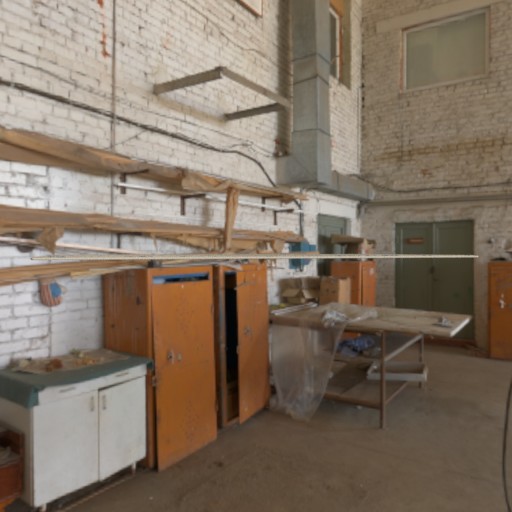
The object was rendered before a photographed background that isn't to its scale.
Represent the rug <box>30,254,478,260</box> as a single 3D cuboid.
[{"bbox_3d":[0.000,0.000,1.411,1.220,0.007,0.605,0,1,-20],"label":"rug"}]
